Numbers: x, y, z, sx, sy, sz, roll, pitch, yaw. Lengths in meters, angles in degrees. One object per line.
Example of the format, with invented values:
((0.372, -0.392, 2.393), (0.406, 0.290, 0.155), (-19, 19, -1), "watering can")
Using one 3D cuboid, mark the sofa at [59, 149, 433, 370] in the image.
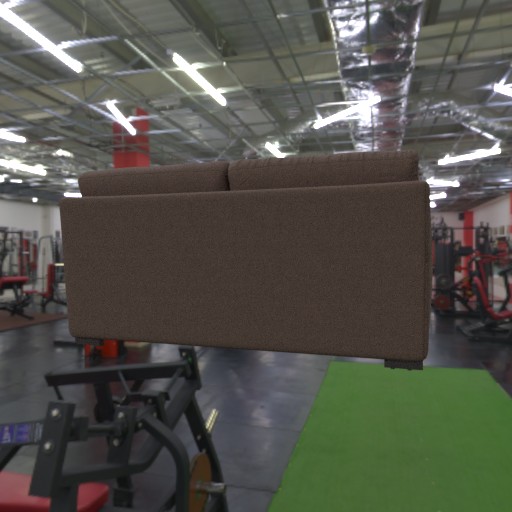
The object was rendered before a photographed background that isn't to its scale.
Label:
((0.000, 0.000, 2.555), (1.869, 0.950, 1.140), (0, 1, 18), "sofa")
